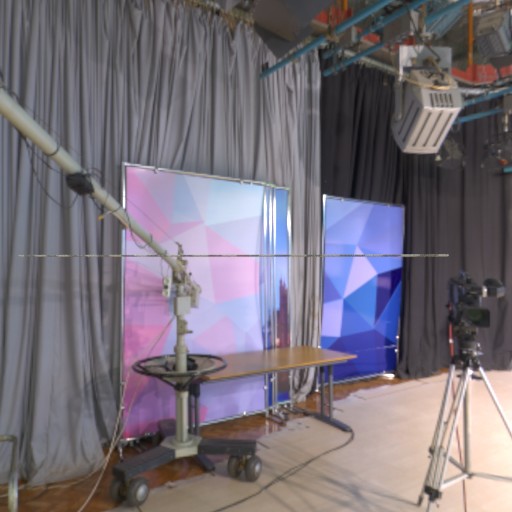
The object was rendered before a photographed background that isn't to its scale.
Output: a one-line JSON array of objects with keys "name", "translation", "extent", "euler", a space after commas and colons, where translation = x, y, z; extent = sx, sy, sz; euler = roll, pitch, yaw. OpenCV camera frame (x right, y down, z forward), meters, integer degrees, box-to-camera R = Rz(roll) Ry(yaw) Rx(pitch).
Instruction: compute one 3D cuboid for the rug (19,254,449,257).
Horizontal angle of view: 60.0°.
[{"name": "rug", "translation": [0.000, 0.000, 4.073], "extent": [3.021, 0.013, 2.432], "euler": [0, 0, 17]}]
